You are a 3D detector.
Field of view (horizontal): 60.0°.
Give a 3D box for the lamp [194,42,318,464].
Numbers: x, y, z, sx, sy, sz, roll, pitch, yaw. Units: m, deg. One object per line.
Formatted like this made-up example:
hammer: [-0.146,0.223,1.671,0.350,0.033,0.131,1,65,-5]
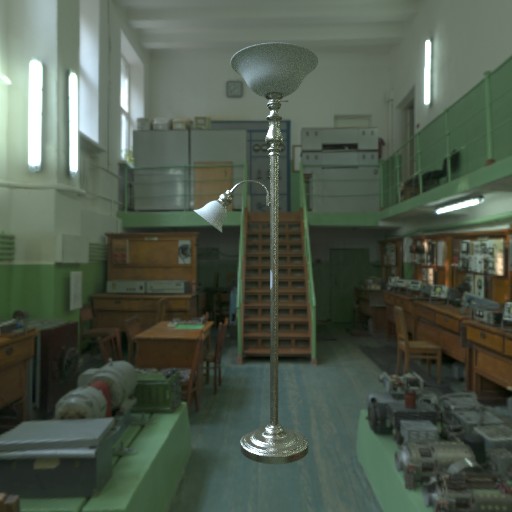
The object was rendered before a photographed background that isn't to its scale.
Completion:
lamp: [0.000,0.000,2.055,0.575,1.785,0.405,0,0,0]
